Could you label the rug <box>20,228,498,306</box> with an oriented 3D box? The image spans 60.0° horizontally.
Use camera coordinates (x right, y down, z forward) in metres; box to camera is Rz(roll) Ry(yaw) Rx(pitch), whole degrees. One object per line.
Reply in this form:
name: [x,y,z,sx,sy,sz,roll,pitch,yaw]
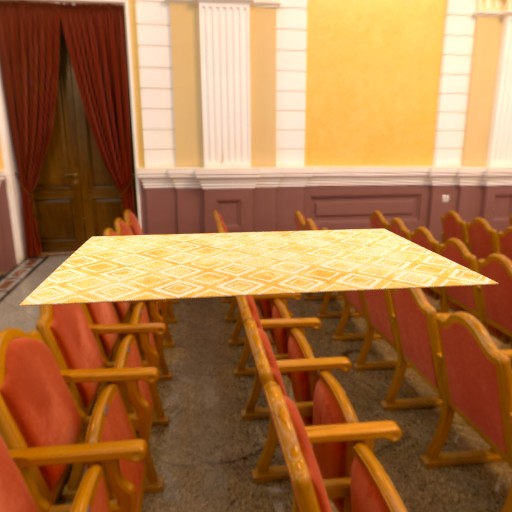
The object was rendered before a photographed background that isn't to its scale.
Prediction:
rug: [0.000,0.000,2.934,2.424,0.010,1.511,-2,15,-7]
